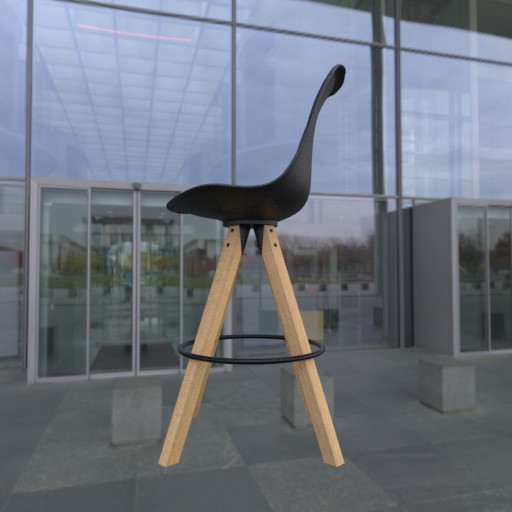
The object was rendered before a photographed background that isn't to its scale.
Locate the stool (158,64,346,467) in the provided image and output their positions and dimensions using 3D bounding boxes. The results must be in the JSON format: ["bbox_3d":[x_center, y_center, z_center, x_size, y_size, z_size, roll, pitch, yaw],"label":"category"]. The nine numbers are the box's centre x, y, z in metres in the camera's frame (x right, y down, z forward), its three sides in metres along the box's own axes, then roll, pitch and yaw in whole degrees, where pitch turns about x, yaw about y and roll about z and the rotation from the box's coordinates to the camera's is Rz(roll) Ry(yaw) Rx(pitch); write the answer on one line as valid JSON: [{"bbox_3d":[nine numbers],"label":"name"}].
[{"bbox_3d":[0.000,0.000,1.385,0.550,1.115,0.485,0,-2,0],"label":"stool"}]
